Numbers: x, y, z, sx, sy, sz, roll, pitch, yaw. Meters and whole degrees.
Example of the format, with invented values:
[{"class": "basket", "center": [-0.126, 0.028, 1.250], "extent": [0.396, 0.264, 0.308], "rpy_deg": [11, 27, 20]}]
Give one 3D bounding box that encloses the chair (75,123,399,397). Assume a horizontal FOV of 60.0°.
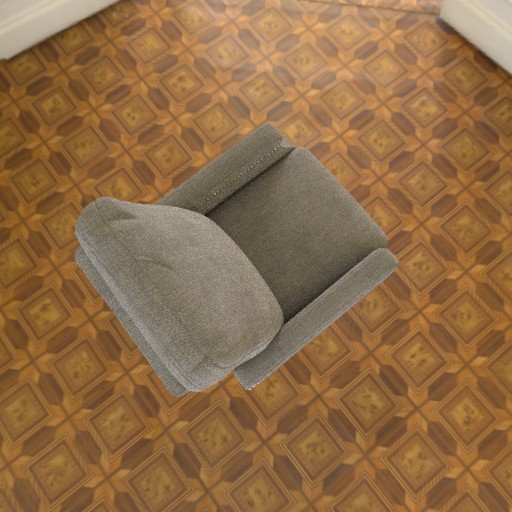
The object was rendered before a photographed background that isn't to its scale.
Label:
[{"class": "chair", "center": [0.000, 0.000, 1.613], "extent": [0.922, 1.049, 0.710], "rpy_deg": [-38, 78, -9]}]
